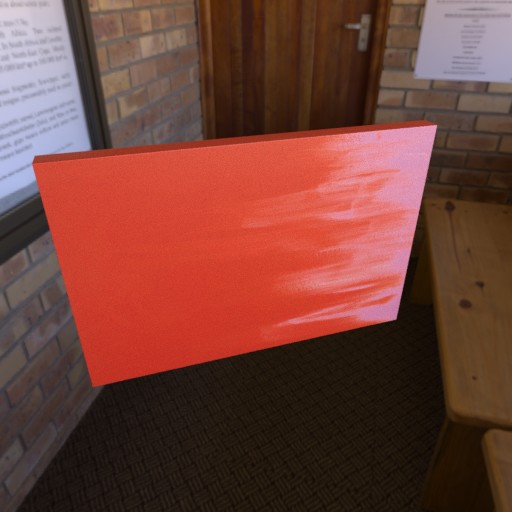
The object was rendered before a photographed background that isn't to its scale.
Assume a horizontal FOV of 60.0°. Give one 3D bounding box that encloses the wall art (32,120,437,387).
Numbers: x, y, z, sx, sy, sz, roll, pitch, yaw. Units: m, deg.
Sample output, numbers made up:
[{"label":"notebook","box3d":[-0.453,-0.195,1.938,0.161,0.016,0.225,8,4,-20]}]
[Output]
[{"label":"wall art","box3d":[0.000,0.000,0.759,0.607,0.405,0.033,-9,33,-15]}]
